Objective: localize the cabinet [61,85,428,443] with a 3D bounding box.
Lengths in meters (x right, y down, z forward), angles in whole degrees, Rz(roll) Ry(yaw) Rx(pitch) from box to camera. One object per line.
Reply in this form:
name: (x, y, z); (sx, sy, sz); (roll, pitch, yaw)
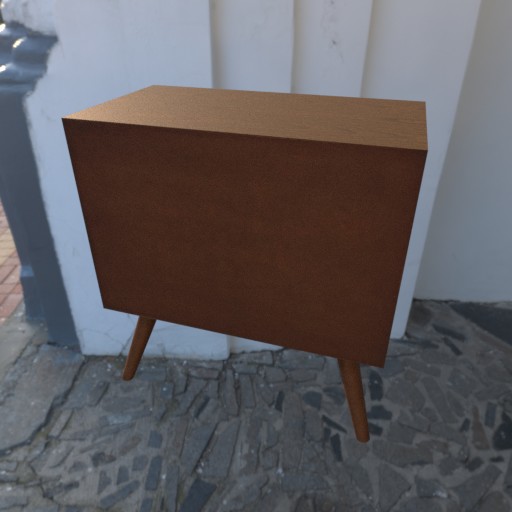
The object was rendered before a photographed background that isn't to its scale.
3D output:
cabinet: (0.000, 0.000, 1.159); (0.712, 0.748, 0.388); (9, 32, 15)
